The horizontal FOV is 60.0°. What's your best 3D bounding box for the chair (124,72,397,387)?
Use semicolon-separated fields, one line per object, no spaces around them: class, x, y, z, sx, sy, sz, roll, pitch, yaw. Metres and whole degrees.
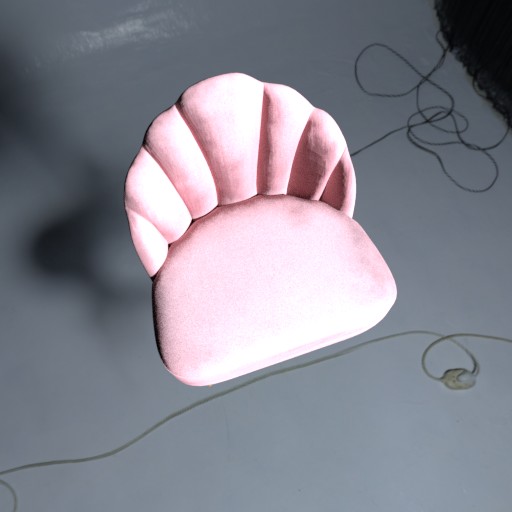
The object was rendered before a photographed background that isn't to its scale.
chair;0.000;0.000;1.289;0.657;0.819;0.599;-17;66;-8
